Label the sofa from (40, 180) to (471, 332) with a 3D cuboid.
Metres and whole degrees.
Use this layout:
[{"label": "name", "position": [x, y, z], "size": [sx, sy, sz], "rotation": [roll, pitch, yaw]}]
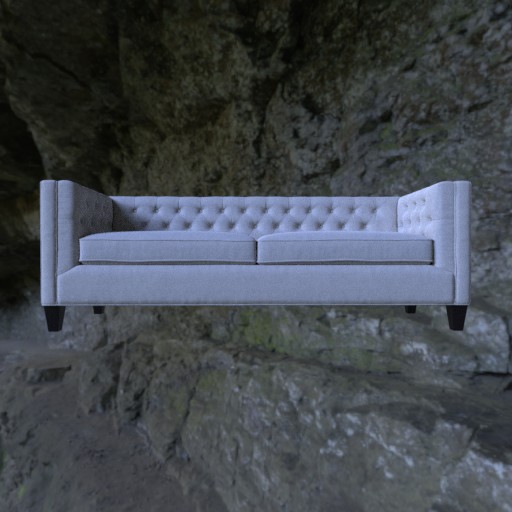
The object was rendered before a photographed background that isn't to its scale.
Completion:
[{"label": "sofa", "position": [0.000, 0.000, 2.592], "size": [2.159, 0.762, 0.775], "rotation": [0, 0, -1]}]
